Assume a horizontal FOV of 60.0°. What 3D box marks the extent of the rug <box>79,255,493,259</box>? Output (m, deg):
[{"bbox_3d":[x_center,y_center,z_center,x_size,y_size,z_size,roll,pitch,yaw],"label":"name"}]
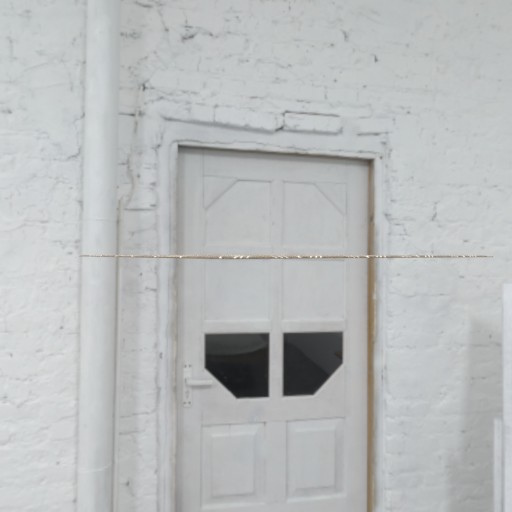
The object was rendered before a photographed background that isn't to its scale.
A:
[{"bbox_3d":[0.000,0.000,4.085,2.457,0.012,3.062,0,0,-34],"label":"rug"}]
